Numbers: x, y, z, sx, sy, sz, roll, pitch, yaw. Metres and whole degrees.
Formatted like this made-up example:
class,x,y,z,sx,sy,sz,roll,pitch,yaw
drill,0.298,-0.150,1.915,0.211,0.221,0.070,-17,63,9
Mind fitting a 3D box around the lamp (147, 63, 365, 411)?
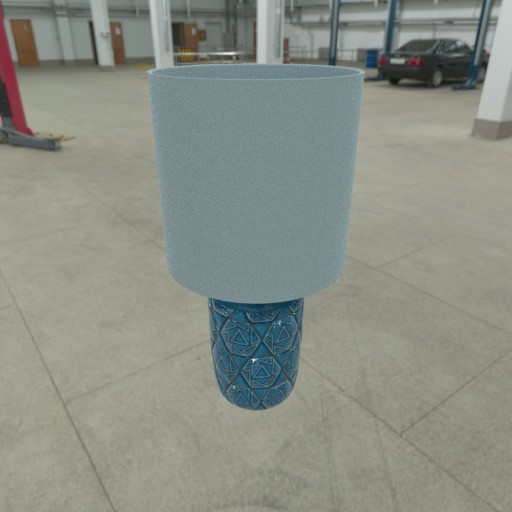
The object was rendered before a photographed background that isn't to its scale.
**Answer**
class,x,y,z,sx,sy,sz,roll,pitch,yaw
lamp,0.000,0.000,0.486,0.193,0.377,0.193,8,28,16
